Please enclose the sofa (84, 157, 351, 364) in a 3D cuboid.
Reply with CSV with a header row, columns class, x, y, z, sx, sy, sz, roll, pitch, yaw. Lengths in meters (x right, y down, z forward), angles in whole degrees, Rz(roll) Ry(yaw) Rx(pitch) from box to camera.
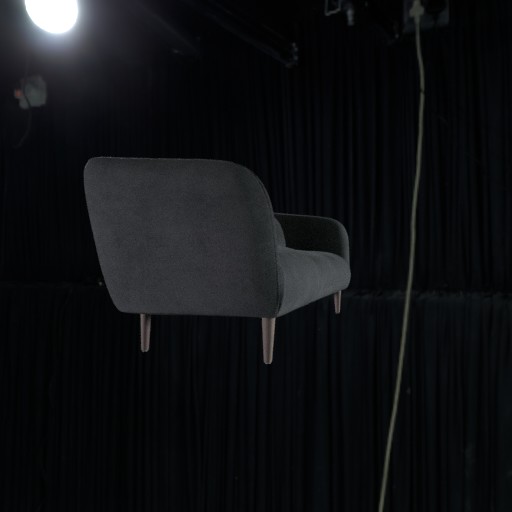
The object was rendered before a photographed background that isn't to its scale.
class,x,y,z,sx,sy,sz,roll,pitch,yaw
sofa,0.000,0.000,2.739,0.956,0.875,2.296,0,-1,19
